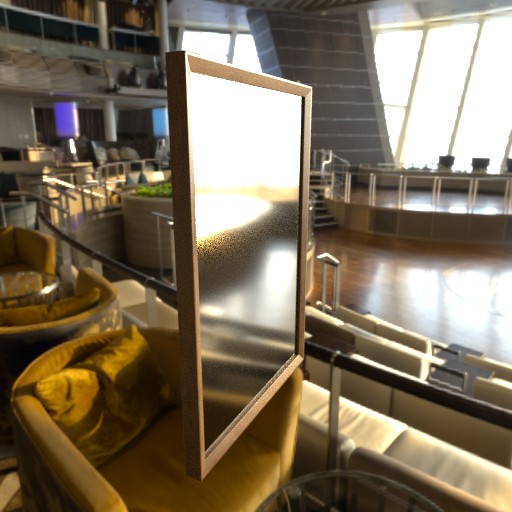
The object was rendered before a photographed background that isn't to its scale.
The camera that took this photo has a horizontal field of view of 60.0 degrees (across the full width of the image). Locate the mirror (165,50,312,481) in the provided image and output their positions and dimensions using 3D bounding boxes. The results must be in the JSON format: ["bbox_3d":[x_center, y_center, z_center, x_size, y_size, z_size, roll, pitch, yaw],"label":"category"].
[{"bbox_3d":[0.000,0.000,0.927,0.039,0.711,0.508,7,17,26],"label":"mirror"}]
